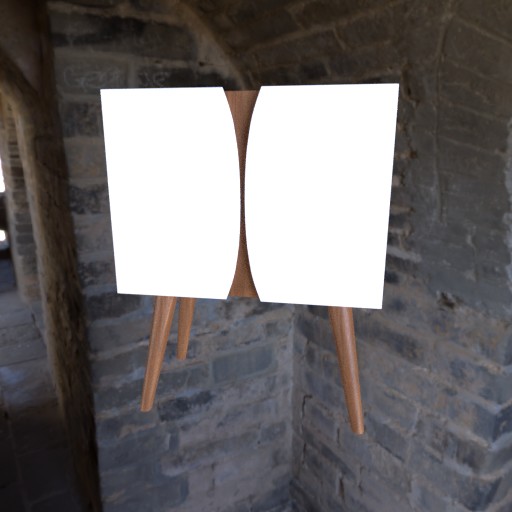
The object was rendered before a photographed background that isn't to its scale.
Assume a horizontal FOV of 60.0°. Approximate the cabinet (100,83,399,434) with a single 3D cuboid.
[{"bbox_3d":[0.000,0.000,1.121,0.591,0.772,0.344,2,15,9],"label":"cabinet"}]
